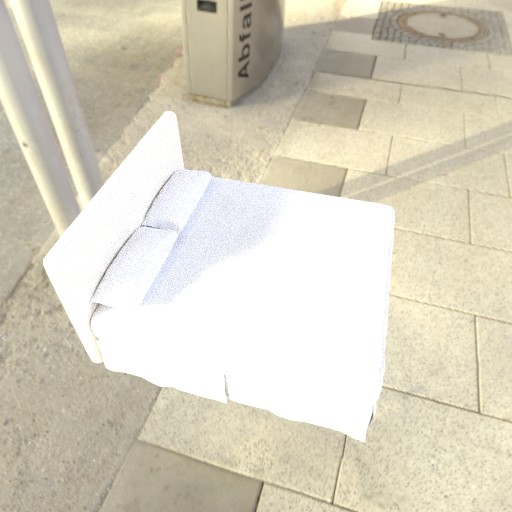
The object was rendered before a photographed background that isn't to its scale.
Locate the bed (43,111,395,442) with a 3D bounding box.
[{"bbox_3d":[0.000,0.000,3.746,2.341,1.317,2.119,11,47,10],"label":"bed"}]
